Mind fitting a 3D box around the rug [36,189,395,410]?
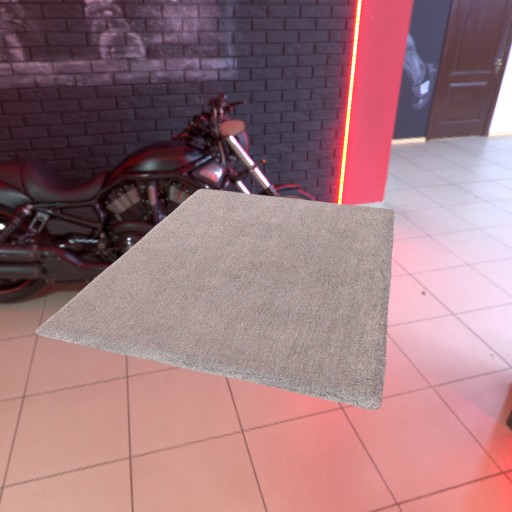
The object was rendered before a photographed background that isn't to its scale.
[{"bbox_3d":[0.000,0.000,3.943,2.332,0.027,2.933,8,30,14],"label":"rug"}]
